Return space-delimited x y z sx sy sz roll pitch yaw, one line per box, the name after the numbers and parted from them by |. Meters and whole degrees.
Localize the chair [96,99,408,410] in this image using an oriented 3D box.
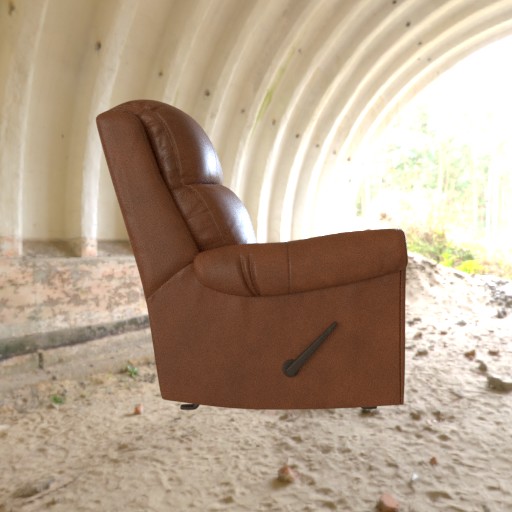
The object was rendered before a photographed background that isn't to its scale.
0.000 0.000 1.742 1.014 1.054 0.838 0 1 -1 | chair
